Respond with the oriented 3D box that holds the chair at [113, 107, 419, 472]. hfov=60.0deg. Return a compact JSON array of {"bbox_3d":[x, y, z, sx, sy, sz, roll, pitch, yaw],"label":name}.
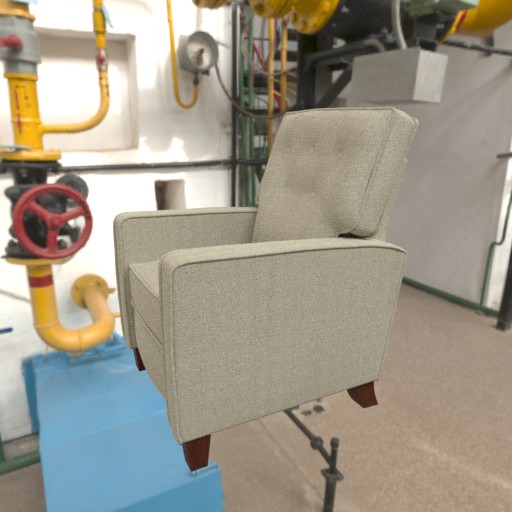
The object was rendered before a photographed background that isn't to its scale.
[{"bbox_3d":[0.000,0.000,1.385,0.754,0.888,0.648,-8,18,-26],"label":"chair"}]
